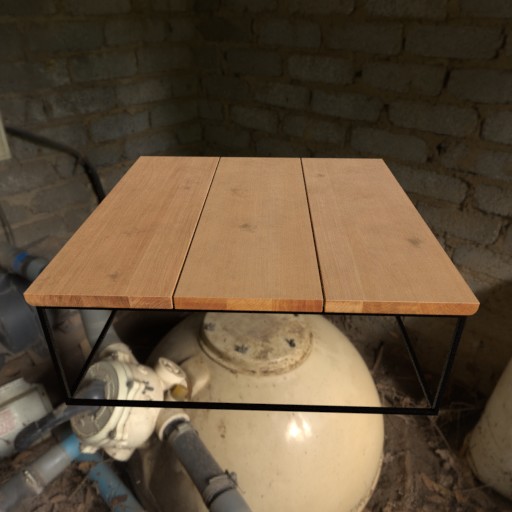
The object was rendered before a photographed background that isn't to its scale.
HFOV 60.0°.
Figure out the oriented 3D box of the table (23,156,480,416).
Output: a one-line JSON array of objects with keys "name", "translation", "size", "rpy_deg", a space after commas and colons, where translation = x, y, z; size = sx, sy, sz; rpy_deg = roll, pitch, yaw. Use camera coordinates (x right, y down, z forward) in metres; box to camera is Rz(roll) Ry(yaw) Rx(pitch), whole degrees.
[{"name": "table", "translation": [0.000, 0.000, 1.642], "size": [1.100, 0.400, 1.100], "rpy_deg": [1, 30, 2]}]
